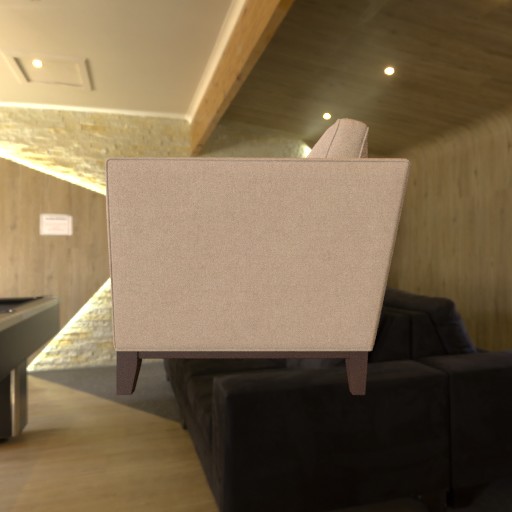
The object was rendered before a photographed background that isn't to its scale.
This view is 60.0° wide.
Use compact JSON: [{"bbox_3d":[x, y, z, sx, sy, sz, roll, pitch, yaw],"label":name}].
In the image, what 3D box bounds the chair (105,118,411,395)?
[{"bbox_3d":[0.000,0.000,2.069,0.965,0.940,1.397,0,-1,0],"label":"chair"}]
